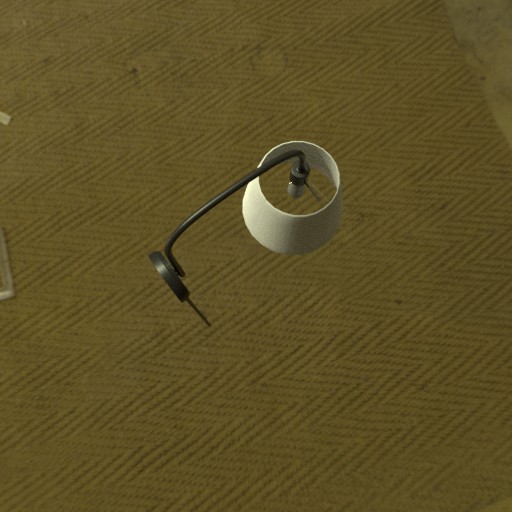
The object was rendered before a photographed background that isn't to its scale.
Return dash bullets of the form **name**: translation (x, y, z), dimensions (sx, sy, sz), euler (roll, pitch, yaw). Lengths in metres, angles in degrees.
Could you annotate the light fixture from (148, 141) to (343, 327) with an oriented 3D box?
- **light fixture**: translation (0.000, 0.000, 0.475), dimensions (0.176, 0.399, 0.092), euler (-36, 77, -9)
